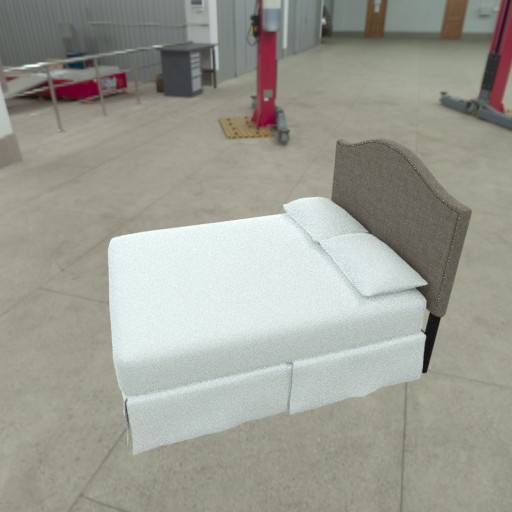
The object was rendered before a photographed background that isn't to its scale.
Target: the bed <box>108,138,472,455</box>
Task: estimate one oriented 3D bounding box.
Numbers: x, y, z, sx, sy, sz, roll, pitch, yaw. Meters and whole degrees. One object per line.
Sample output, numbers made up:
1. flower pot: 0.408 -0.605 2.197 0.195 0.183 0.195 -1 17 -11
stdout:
1. bed: 0.000 0.000 3.255 2.153 1.518 1.713 -9 31 -15
